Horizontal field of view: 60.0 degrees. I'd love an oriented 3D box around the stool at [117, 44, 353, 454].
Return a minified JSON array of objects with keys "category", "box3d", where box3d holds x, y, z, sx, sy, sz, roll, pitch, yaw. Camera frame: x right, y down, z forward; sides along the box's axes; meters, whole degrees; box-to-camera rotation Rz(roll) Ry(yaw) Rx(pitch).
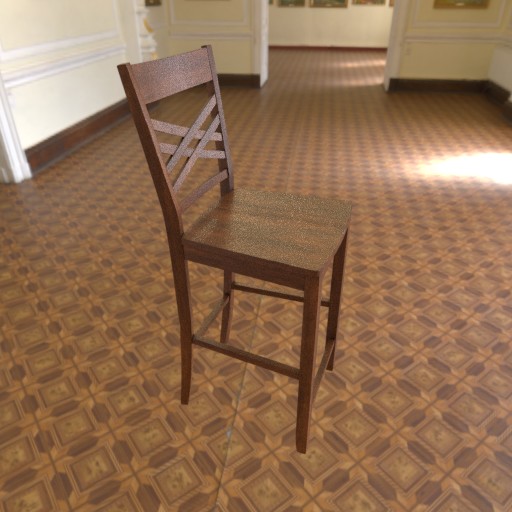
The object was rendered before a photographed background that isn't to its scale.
[{"category":"stool","box3d":[0.000,0.000,1.329,0.504,1.098,0.426,11,33,18]}]
